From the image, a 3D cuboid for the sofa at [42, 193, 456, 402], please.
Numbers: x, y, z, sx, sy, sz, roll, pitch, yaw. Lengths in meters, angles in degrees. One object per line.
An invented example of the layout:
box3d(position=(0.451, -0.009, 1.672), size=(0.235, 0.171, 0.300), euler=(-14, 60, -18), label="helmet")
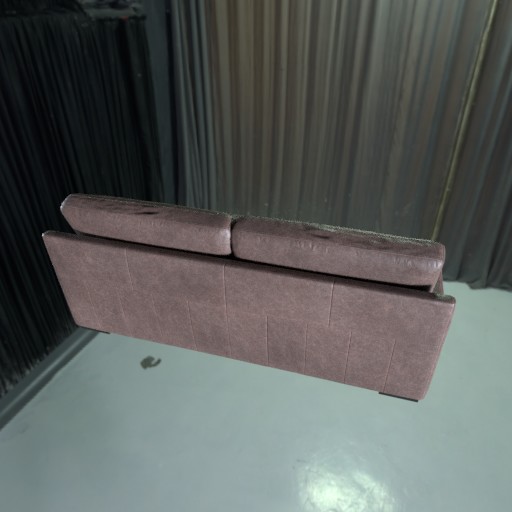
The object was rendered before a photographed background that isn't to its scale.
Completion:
box3d(position=(0.000, 0.000, 2.822), size=(2.261, 0.941, 1.143), euler=(9, 33, 14), label="sofa")
